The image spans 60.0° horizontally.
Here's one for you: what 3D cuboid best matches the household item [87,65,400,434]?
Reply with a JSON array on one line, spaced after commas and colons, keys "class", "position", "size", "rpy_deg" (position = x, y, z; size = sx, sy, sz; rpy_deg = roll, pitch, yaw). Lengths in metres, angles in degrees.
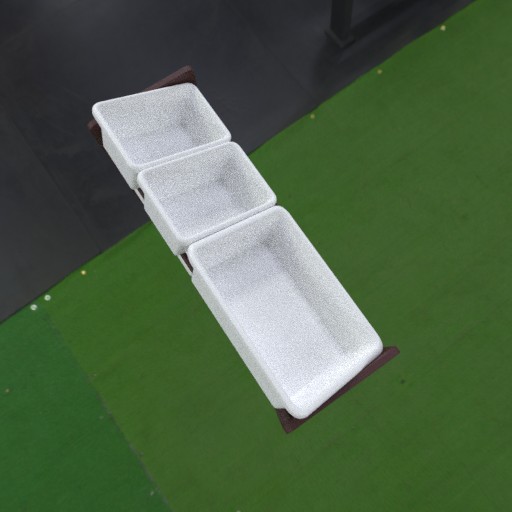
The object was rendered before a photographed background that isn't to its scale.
[{"class": "household item", "position": [0.000, 0.000, 1.282], "size": [0.389, 0.864, 0.787], "rpy_deg": [-33, 79, -8]}]
